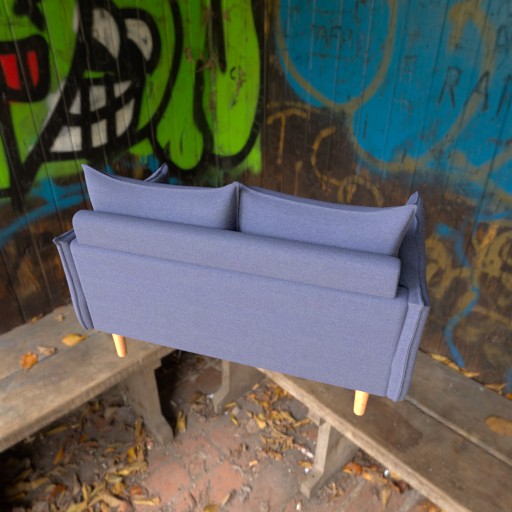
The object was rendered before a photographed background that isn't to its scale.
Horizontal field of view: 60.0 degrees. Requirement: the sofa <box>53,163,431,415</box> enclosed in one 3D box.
[{"bbox_3d":[0.000,0.000,1.842,1.300,0.840,0.820,9,33,15],"label":"sofa"}]
